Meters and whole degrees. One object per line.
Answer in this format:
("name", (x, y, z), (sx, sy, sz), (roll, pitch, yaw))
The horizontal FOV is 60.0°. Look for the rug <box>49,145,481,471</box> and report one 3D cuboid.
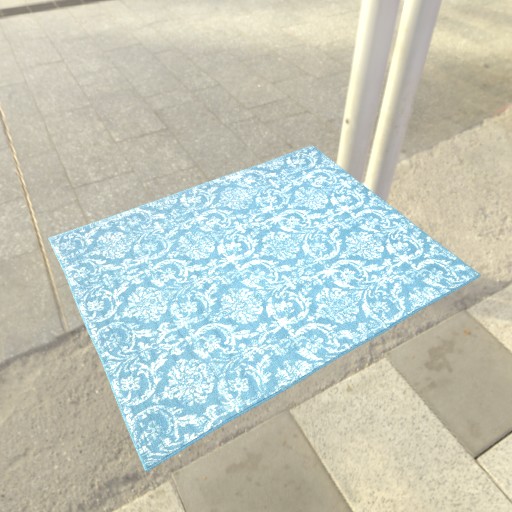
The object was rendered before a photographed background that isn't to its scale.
("rug", (0.000, 0.000, 3.870), (2.980, 0.012, 2.363), (-24, 50, -21))
